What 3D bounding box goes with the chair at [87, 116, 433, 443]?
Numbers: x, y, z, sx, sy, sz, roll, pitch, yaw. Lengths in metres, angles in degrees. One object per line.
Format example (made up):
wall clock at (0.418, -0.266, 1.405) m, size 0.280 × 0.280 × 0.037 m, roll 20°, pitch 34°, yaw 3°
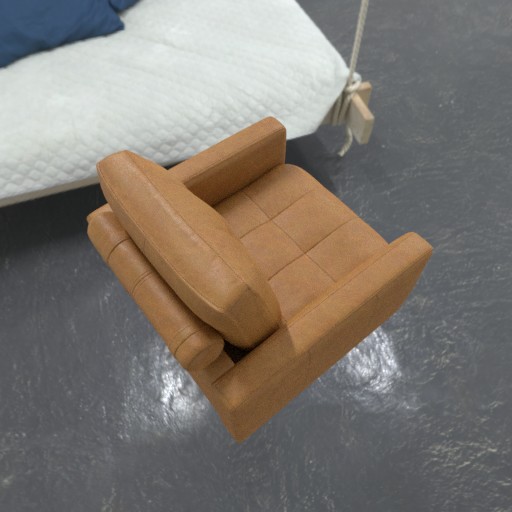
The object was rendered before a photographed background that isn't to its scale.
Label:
chair at (0.000, 0.000, 1.525) m, size 0.868 × 0.896 × 0.831 m, roll -34°, pitch 63°, yaw -20°
